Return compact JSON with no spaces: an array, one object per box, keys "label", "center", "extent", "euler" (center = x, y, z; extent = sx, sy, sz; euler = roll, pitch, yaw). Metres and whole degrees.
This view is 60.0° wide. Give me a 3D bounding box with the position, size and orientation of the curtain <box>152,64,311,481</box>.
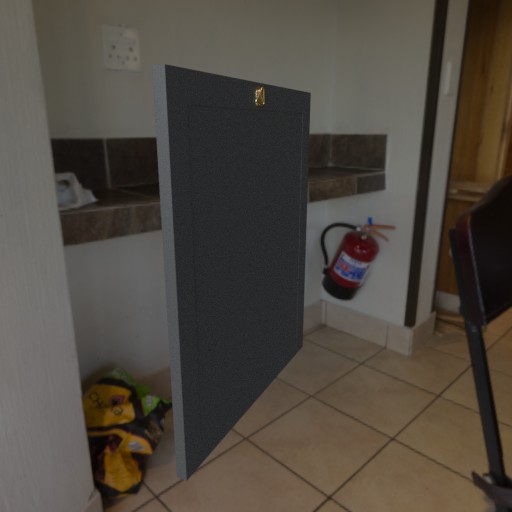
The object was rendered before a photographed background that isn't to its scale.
[{"label":"curtain","center":[0.000,0.000,0.800],"extent":[0.027,0.585,0.483],"euler":[8,18,26]}]
